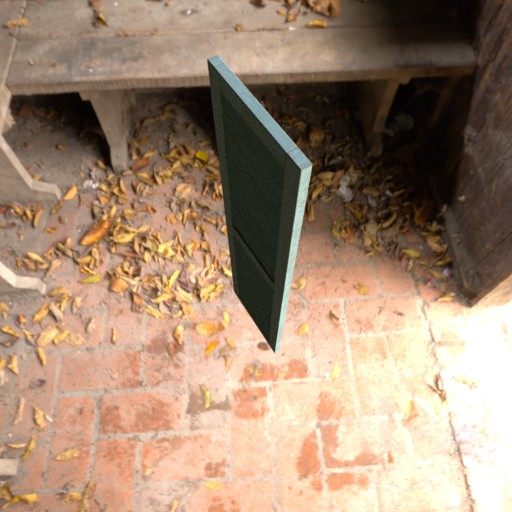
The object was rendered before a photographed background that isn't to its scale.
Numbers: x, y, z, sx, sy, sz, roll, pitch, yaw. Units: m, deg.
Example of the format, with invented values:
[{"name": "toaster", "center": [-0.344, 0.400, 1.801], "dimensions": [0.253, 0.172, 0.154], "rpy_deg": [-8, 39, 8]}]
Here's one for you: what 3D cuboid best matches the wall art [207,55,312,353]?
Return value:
[{"name": "wall art", "center": [0.000, 0.000, 1.370], "dimensions": [0.025, 1.219, 0.329], "rpy_deg": [-29, 67, -14]}]
